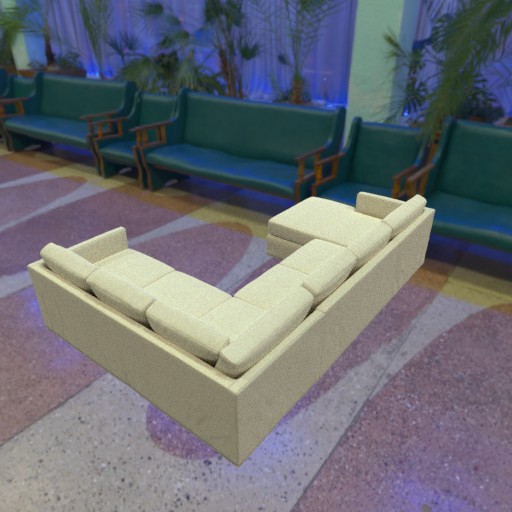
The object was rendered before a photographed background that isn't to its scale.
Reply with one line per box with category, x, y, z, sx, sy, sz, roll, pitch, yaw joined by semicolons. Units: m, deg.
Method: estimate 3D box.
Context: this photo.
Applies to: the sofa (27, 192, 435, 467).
sofa;0.000;0.000;4.541;2.448;0.882;3.464;21;36;32
